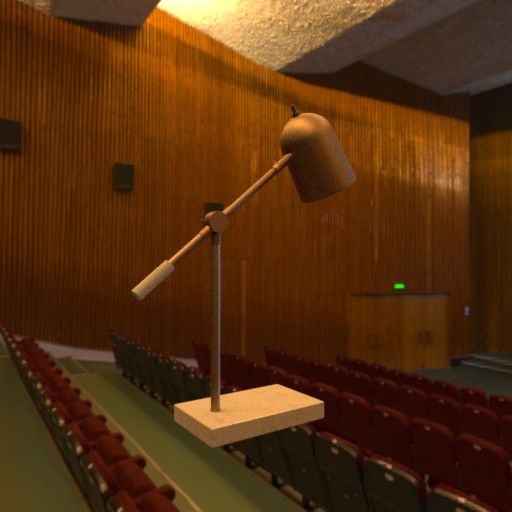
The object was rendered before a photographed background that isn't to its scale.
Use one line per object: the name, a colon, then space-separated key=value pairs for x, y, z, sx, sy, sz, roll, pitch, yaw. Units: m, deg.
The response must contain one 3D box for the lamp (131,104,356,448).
lamp: x=0.000 y=0.000 z=0.828 sx=0.471 sy=0.603 sz=0.144 roll=0 pitch=-1 yaw=-34
